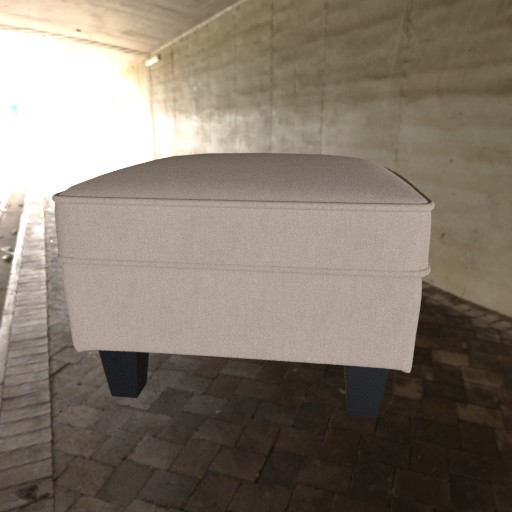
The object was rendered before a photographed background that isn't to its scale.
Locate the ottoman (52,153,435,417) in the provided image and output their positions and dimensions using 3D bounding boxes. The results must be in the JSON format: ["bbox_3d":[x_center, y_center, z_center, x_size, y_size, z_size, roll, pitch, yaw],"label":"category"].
[{"bbox_3d":[0.000,0.000,0.995,0.613,0.438,0.616,2,17,7],"label":"ottoman"}]
